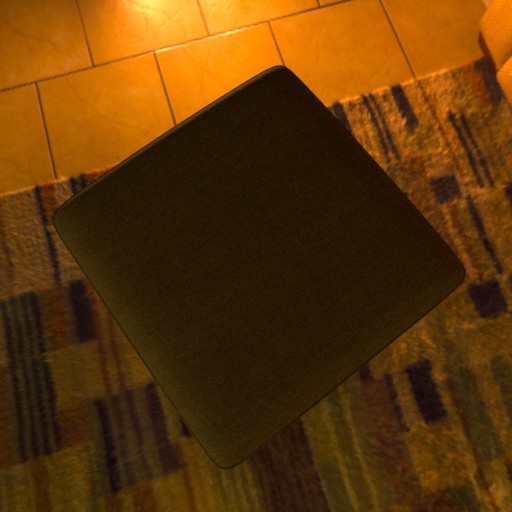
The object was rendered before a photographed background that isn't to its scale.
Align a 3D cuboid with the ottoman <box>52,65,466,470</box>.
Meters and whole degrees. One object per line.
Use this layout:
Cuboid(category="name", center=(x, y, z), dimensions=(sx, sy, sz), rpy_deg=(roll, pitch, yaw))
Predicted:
Cuboid(category="ottoman", center=(0.000, 0.000, 1.689), dimensions=(1.067, 0.559, 1.067), rpy_deg=(-36, 79, -8))
